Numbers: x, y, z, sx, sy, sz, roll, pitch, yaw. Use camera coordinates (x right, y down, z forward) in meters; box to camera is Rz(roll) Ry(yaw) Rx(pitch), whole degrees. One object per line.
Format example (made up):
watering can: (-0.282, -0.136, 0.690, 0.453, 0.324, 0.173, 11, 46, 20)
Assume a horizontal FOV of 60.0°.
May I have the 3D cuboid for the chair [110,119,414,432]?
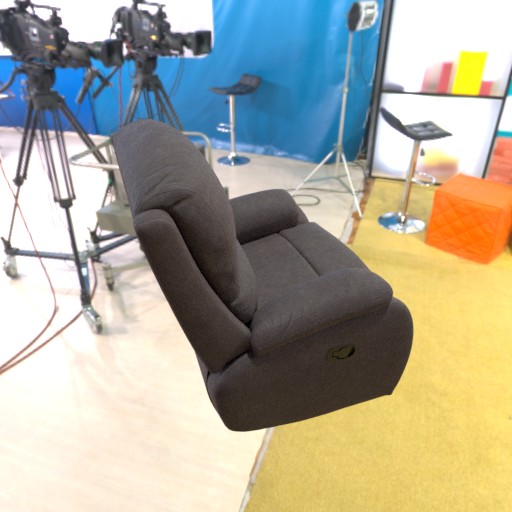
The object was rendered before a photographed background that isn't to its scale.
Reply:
chair: (0.000, 0.000, 1.698, 0.899, 1.011, 0.930, -10, 32, -17)
